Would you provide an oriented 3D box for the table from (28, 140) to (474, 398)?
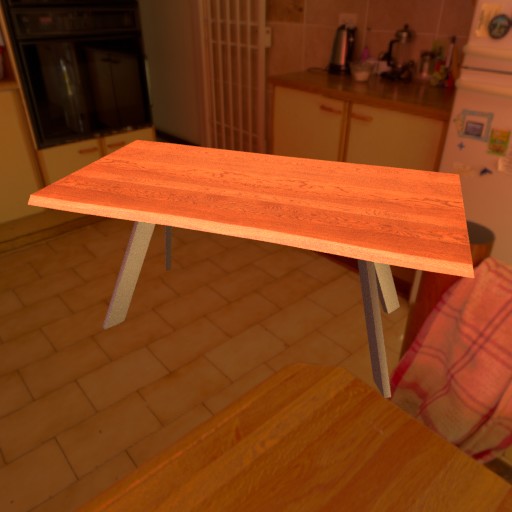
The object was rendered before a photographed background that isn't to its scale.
[{"bbox_3d":[0.000,0.000,2.230,1.800,0.770,0.900,10,33,16],"label":"table"}]
